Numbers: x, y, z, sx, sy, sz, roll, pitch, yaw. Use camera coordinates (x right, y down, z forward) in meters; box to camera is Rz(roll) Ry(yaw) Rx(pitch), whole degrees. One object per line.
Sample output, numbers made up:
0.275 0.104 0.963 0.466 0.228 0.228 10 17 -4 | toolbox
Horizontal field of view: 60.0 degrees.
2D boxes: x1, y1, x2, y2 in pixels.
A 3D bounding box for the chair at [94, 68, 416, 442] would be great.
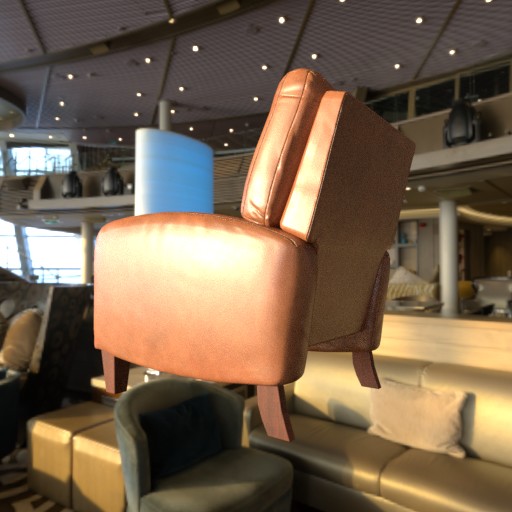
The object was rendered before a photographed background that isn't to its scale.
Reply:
0.000 0.000 1.627 0.990 0.990 0.762 -1 -2 36 | chair
